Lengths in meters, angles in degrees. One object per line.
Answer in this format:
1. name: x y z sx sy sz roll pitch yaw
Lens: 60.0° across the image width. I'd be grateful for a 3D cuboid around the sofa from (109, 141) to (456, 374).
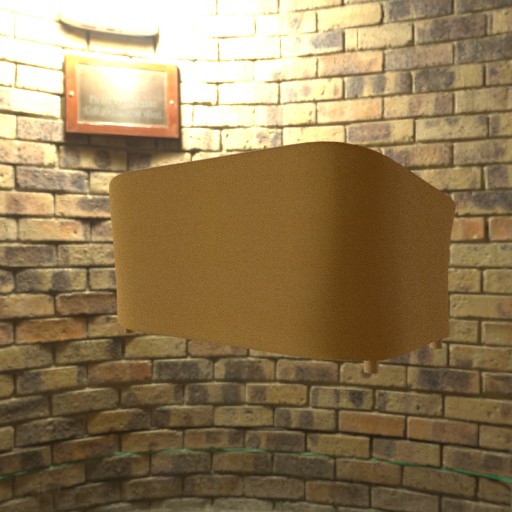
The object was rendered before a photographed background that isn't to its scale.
1. sofa: 0.000 0.000 1.892 1.452 0.721 0.705 0 1 36
